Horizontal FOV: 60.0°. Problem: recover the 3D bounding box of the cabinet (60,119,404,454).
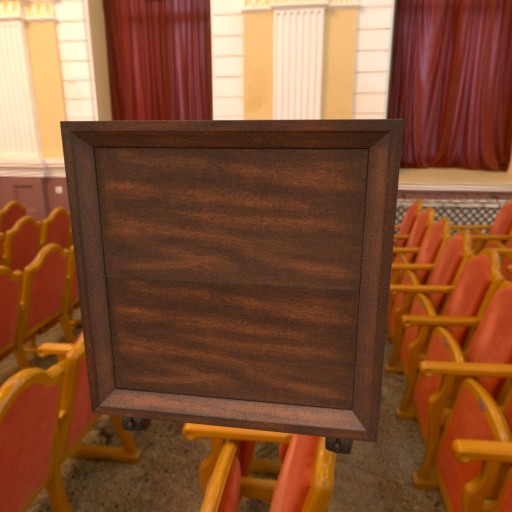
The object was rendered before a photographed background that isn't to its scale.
[{"bbox_3d":[0.000,0.000,0.804,0.402,0.455,0.500,2,15,9],"label":"cabinet"}]
